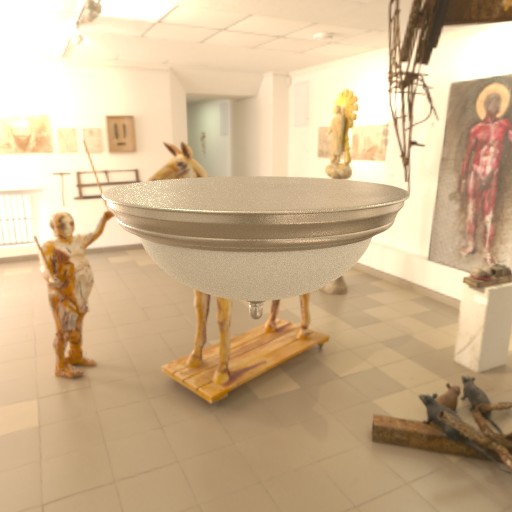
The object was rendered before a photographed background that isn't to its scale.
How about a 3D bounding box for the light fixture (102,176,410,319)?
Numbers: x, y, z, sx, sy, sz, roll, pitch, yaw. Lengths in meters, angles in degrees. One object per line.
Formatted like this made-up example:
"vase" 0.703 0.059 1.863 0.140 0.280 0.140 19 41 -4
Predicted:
"light fixture" 0.000 0.000 0.442 0.280 0.135 0.280 0 15 0
